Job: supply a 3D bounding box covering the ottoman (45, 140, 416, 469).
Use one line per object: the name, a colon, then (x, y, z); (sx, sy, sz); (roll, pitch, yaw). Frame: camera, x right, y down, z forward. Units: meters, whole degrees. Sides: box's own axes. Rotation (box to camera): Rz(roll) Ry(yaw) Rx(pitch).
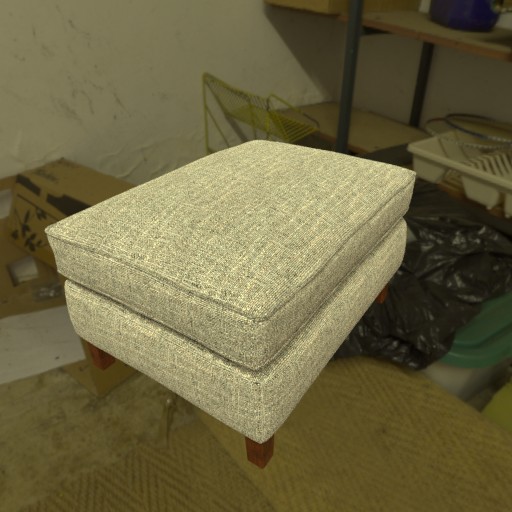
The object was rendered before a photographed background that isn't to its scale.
ottoman: (0.000, 0.000, 0.982); (0.508, 0.406, 0.686); (19, 36, 29)
